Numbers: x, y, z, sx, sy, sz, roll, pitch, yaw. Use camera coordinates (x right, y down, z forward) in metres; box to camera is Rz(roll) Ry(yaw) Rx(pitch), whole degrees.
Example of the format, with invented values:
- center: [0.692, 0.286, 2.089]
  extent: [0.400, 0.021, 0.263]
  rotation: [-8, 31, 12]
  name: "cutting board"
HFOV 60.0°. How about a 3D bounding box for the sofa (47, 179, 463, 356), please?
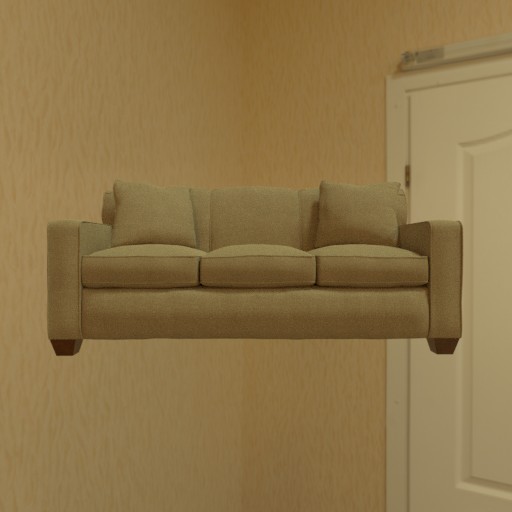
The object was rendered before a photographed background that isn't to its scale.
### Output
- center: [0.000, 0.000, 2.579]
  extent: [2.024, 0.958, 0.997]
  rotation: [0, 1, -1]
  name: "sofa"
